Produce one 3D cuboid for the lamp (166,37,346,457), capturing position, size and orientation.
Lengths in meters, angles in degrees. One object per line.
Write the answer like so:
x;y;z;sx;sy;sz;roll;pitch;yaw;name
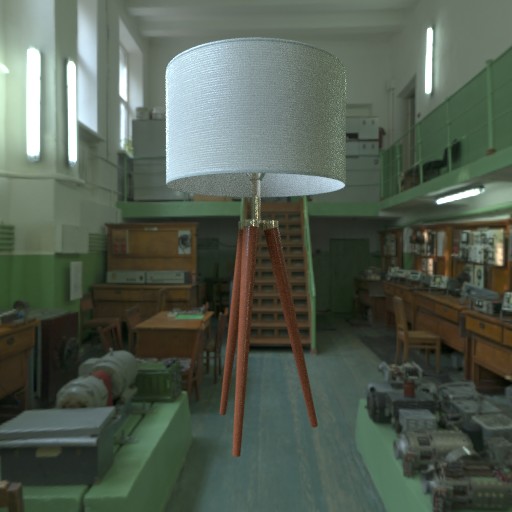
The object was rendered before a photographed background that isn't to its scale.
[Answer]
0.000;0.000;0.896;0.354;0.709;0.355;0;1;0;lamp
